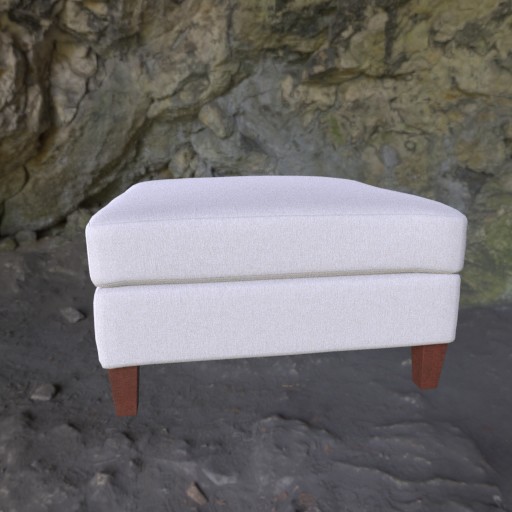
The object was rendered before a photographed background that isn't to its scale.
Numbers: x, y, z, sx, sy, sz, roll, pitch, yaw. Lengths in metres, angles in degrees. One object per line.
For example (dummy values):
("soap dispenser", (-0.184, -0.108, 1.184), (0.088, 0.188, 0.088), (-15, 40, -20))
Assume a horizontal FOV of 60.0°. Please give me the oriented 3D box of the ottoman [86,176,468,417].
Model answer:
("ottoman", (0.000, 0.000, 1.413), (0.836, 0.492, 0.976), (-2, 14, -9))
